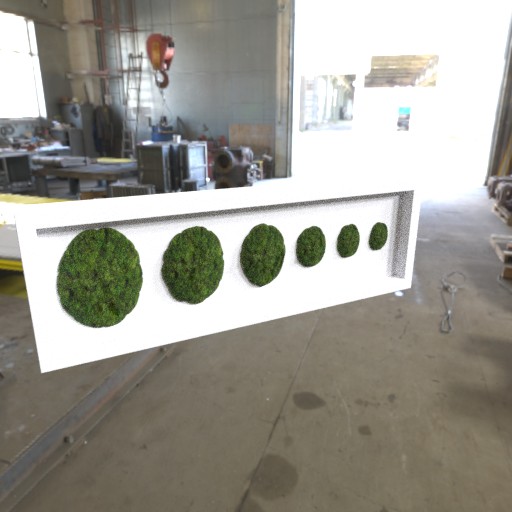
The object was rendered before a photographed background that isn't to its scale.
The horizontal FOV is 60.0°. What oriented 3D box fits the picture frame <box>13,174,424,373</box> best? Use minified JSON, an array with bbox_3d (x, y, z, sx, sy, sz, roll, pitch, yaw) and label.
[{"bbox_3d":[0.000,0.000,0.821,0.759,0.250,0.050,-9,20,-26],"label":"picture frame"}]
